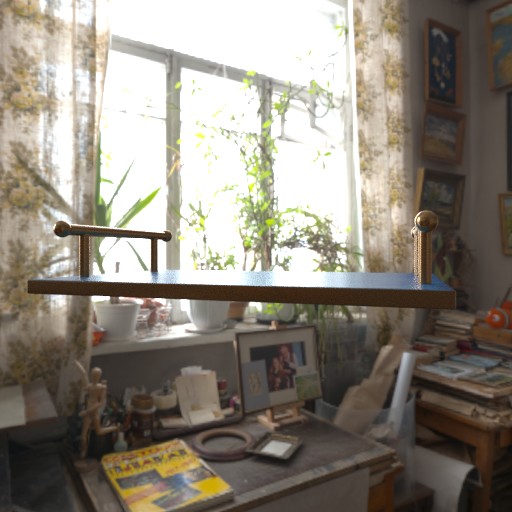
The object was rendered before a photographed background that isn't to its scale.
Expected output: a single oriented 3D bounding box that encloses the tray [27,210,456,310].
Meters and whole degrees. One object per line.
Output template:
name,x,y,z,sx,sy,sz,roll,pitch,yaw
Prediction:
tray,0.000,0.000,0.573,0.444,0.084,0.304,0,0,19
